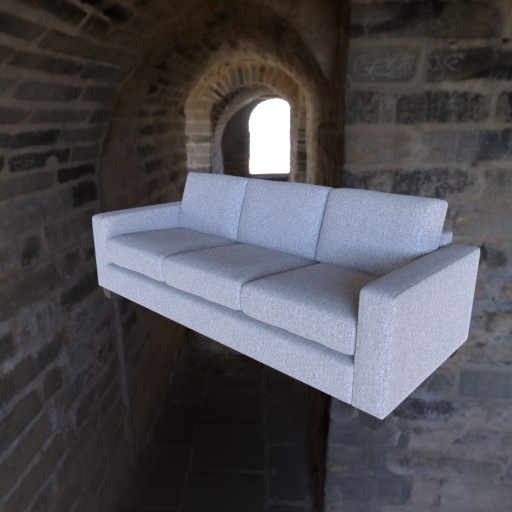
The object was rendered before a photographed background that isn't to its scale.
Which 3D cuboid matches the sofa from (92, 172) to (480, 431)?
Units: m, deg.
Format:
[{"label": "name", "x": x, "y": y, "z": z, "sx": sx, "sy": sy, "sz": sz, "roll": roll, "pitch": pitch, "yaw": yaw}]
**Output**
[{"label": "sofa", "x": 0.000, "y": 0.000, "z": 2.531, "sx": 2.120, "sy": 0.800, "sz": 0.900, "roll": 15, "pitch": 22, "yaw": 41}]
